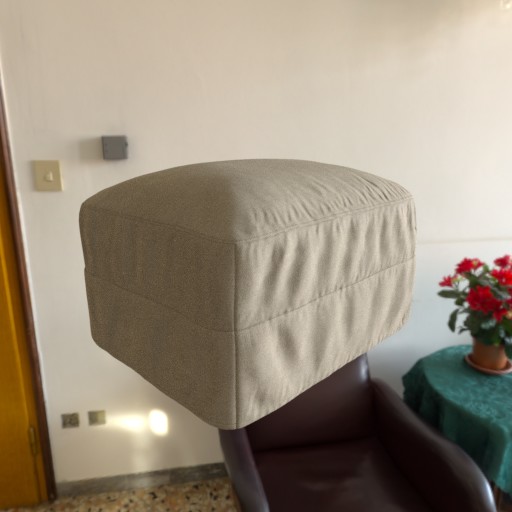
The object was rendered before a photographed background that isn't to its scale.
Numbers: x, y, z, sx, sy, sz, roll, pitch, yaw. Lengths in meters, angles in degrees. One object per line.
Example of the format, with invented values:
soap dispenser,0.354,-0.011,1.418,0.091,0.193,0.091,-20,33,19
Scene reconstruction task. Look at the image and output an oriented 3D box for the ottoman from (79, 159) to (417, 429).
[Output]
ottoman,0.000,0.000,1.124,0.584,0.480,0.712,14,20,43
